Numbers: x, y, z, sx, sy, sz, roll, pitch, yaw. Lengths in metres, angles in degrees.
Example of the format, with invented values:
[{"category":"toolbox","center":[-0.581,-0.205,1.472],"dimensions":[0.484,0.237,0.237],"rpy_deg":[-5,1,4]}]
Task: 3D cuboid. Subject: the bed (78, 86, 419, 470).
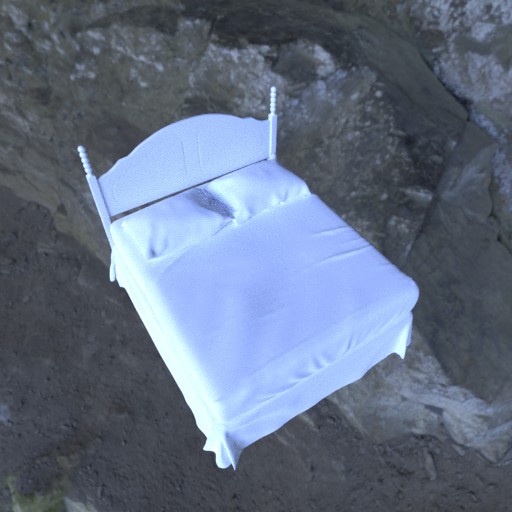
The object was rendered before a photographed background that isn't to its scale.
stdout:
[{"category":"bed","center":[0.000,0.000,3.272],"dimensions":[1.873,1.356,2.040],"rpy_deg":[-25,52,-21]}]
